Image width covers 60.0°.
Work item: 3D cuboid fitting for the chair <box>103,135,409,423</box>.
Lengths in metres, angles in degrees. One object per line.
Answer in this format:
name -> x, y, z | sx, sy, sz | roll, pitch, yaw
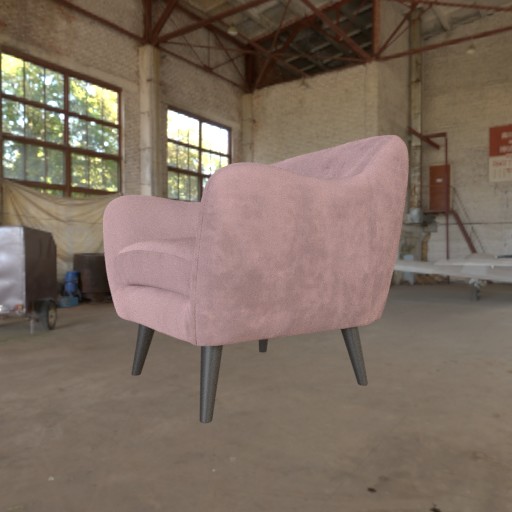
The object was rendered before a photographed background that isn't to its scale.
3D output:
chair -> 0.000, 0.000, 1.508 | 0.820, 0.820, 0.840 | -1, 1, -35
